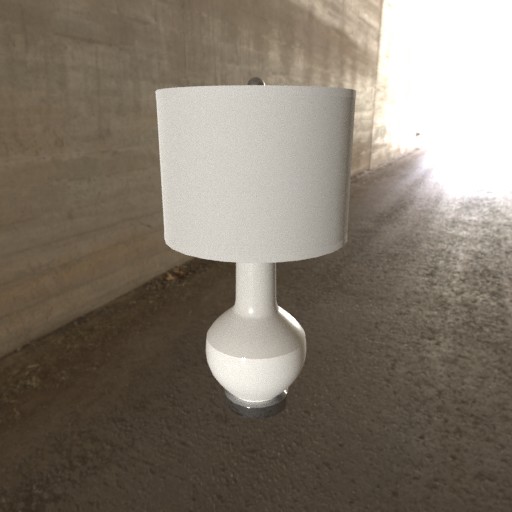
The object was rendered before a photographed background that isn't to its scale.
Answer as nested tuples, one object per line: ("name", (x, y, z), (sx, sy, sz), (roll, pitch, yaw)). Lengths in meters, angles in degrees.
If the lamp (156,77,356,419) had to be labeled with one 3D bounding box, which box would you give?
("lamp", (0.000, 0.000, 0.894), (0.357, 0.673, 0.357), (-3, 18, -9))
